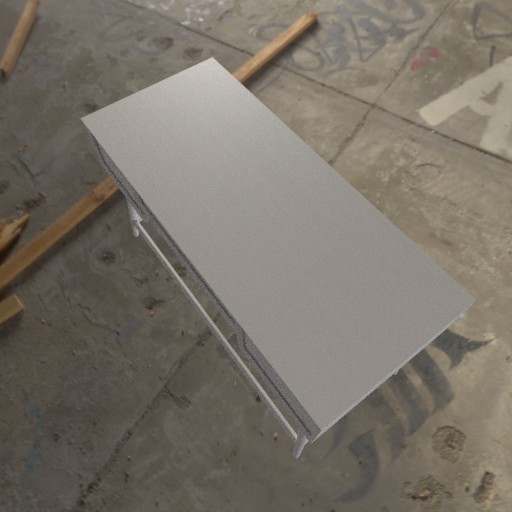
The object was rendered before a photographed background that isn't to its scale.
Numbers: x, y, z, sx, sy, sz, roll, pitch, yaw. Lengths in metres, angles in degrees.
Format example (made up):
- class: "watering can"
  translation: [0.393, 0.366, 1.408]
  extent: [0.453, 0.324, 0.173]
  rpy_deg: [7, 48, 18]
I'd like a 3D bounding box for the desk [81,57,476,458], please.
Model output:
- class: "desk"
  translation: [0.000, 0.000, 1.745]
  extent: [0.589, 0.762, 1.313]
  rpy_deg: [-33, 65, -17]
